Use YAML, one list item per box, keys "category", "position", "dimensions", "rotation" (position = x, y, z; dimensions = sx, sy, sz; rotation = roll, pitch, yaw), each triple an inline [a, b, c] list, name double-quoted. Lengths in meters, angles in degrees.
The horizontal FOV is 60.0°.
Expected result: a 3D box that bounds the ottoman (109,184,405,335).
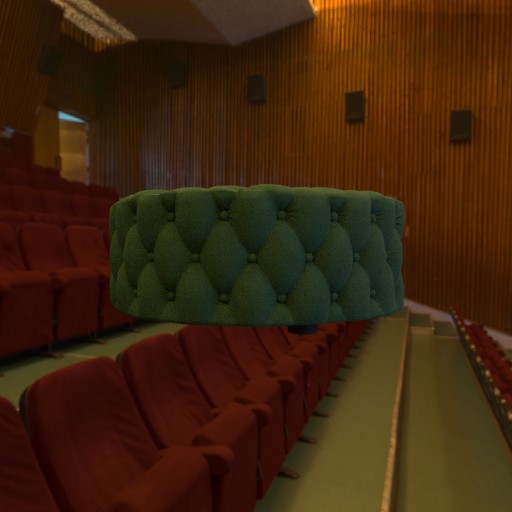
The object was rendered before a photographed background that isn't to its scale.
- category: "ottoman"
  position: [0.000, 0.000, 1.572]
  dimensions: [0.998, 0.399, 0.998]
  rotation: [0, 1, 0]
